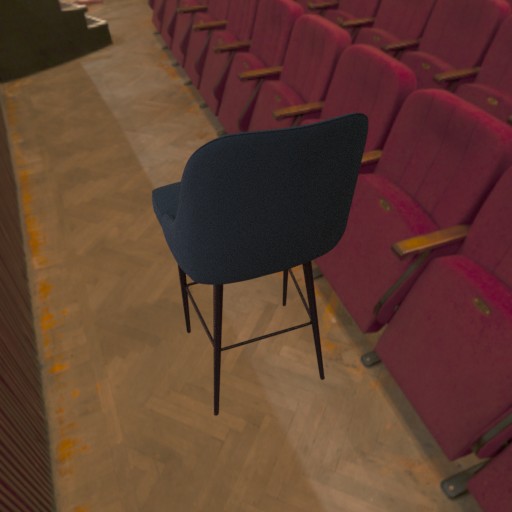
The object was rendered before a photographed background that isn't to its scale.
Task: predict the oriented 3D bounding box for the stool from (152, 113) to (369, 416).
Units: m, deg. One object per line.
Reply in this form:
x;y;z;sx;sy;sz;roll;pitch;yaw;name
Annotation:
0.000;0.000;1.358;0.527;1.079;0.489;-14;45;-15;stool
